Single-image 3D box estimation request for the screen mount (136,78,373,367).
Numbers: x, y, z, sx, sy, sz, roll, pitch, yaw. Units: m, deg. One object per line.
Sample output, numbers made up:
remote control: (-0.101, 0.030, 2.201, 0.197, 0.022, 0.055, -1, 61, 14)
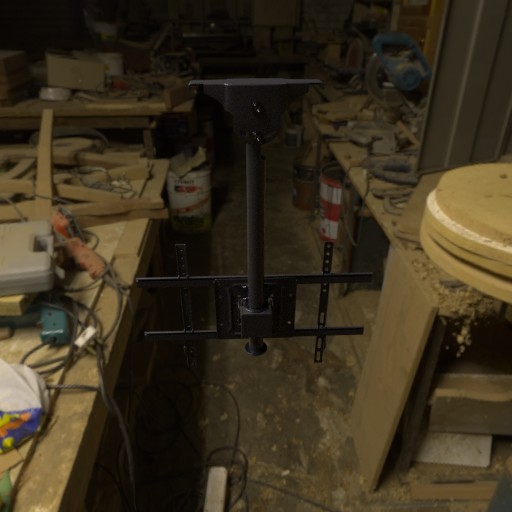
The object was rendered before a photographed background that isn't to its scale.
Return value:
screen mount: (0.000, 0.000, 1.044, 0.595, 0.775, 0.090, -1, 30, -2)
